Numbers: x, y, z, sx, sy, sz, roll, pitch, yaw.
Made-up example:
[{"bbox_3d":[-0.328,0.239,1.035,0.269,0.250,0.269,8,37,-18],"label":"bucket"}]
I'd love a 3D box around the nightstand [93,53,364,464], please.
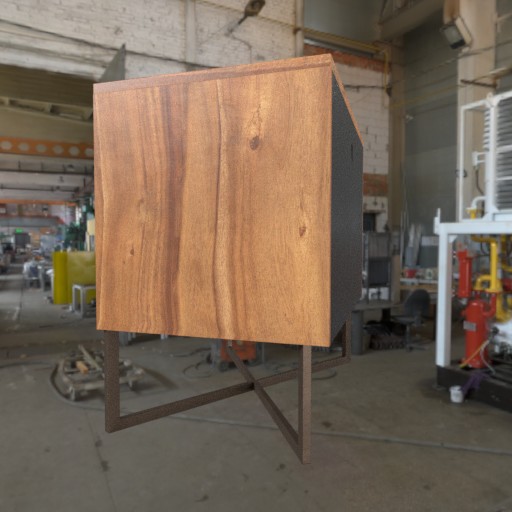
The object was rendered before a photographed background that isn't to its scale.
[{"bbox_3d":[0.000,0.000,1.010,0.427,0.615,0.613,1,2,18],"label":"nightstand"}]
